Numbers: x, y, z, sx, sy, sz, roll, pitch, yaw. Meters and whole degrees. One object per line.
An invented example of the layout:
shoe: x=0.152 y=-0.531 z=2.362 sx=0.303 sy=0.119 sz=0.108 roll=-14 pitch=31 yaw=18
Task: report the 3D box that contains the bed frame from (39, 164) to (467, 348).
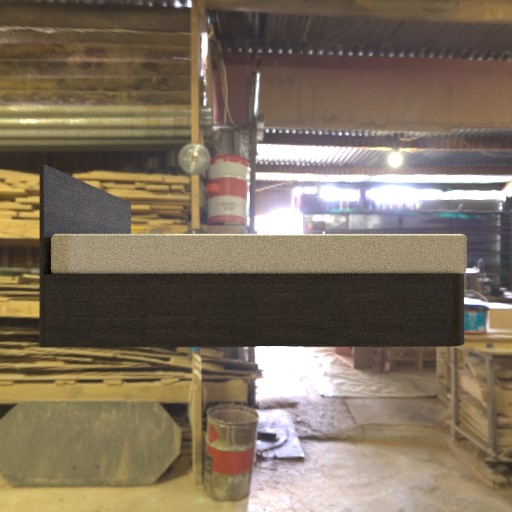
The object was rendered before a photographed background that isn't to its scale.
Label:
bed frame: x=0.000 y=0.000 z=2.639 sx=1.900 sy=0.800 sz=1.400 roll=0 pitch=0 yaw=-1
